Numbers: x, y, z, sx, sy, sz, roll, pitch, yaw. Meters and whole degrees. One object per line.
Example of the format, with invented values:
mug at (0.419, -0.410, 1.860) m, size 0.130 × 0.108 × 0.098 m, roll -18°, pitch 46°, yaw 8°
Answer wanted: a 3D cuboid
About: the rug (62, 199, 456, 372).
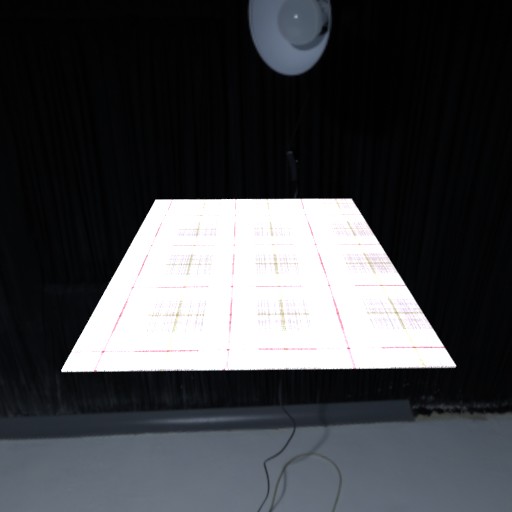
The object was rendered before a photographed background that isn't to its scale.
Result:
rug at (0.000, 0.000, 3.926) m, size 2.317 × 0.016 × 2.959 m, roll 0°, pitch 27°, yaw -1°
